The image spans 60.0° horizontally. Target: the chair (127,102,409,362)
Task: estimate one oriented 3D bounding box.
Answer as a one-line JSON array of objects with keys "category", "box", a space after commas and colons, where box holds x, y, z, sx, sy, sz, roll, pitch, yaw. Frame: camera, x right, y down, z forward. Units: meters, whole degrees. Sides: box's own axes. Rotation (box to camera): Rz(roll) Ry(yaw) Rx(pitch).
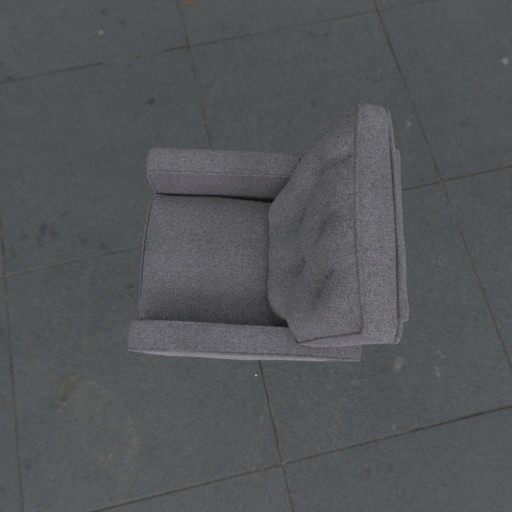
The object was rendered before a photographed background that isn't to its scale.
[{"category": "chair", "box": [0.000, 0.000, 1.437, 0.775, 0.889, 0.650, 2, 75, 1]}]
